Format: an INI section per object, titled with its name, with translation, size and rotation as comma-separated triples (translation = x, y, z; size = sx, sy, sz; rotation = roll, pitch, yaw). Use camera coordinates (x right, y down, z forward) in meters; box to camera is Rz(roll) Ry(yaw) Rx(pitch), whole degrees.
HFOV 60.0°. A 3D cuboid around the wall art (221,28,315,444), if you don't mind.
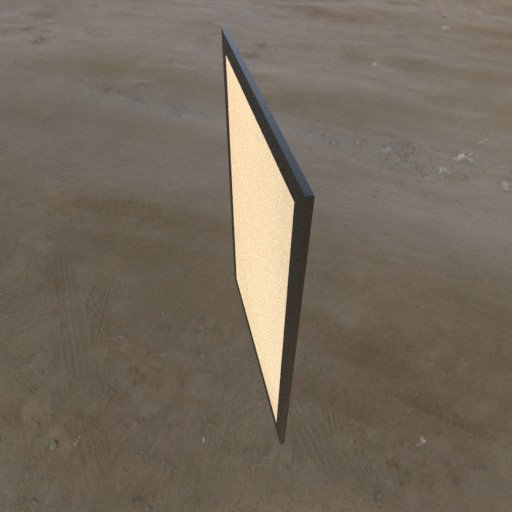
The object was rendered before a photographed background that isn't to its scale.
[wall art]
translation = 0.000, 0.000, 0.680
size = 0.008, 0.530, 0.379
rotation = -10, 47, -9
